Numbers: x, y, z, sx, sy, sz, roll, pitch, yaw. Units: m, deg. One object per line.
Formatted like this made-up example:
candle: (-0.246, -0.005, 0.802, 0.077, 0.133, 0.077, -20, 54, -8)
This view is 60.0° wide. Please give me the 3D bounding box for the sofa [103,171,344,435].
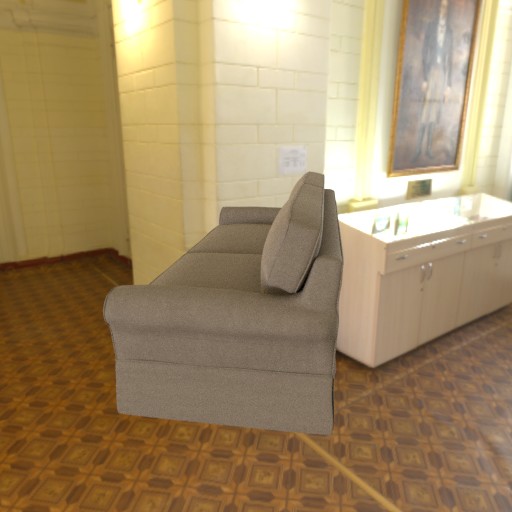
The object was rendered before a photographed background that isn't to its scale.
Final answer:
sofa: (0.000, 0.000, 2.799, 0.991, 0.943, 2.248, 2, 16, 8)
